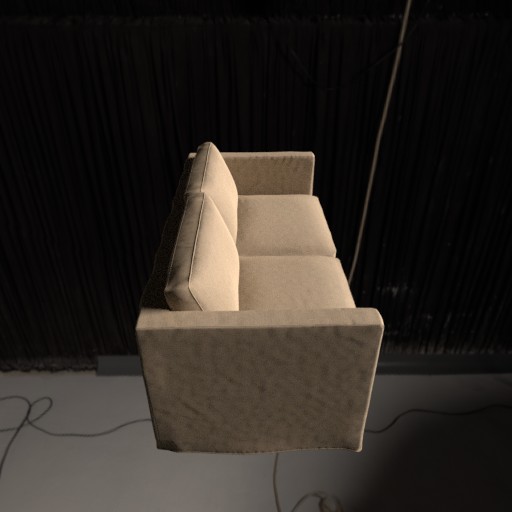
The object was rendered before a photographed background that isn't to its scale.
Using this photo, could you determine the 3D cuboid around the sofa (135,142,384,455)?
[{"bbox_3d":[0.000,0.000,2.582,0.956,0.847,1.987,-1,32,-1],"label":"sofa"}]
